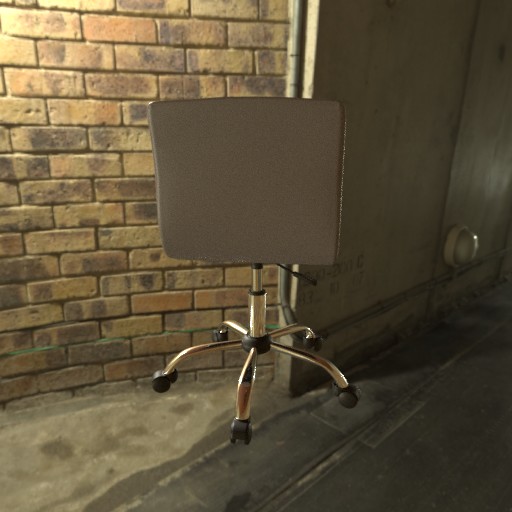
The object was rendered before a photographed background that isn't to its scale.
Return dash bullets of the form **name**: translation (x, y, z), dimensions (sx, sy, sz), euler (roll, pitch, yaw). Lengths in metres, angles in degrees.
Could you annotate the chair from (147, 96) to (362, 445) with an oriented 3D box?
- **chair**: translation (0.000, 0.000, 1.149), dimensions (0.569, 0.750, 0.542), euler (2, 15, 8)
